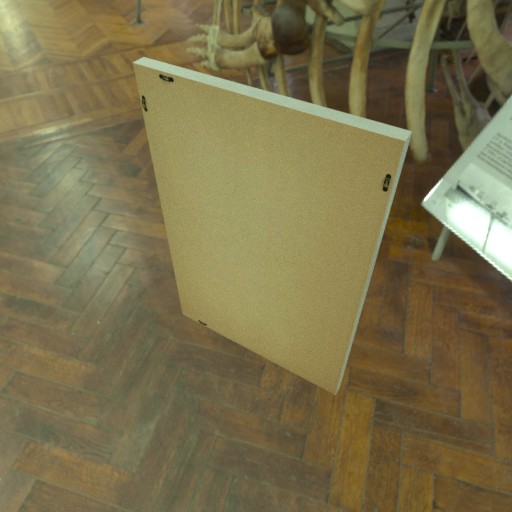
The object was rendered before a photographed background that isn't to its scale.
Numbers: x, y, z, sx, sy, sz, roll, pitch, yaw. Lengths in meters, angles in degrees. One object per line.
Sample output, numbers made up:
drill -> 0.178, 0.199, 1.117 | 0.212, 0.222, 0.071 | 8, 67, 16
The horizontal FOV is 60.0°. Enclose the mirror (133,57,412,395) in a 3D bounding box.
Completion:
mirror -> 0.000, 0.000, 1.194 | 0.609, 0.915, 0.041 | 24, 51, 21
